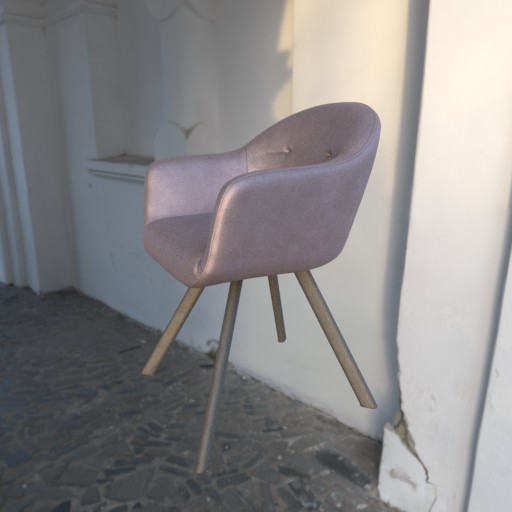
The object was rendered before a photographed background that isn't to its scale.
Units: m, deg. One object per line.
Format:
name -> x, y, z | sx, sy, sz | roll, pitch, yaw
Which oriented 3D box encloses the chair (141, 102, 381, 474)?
chair -> 0.000, 0.000, 1.167 | 0.544, 0.781, 0.567 | -8, 18, -27
